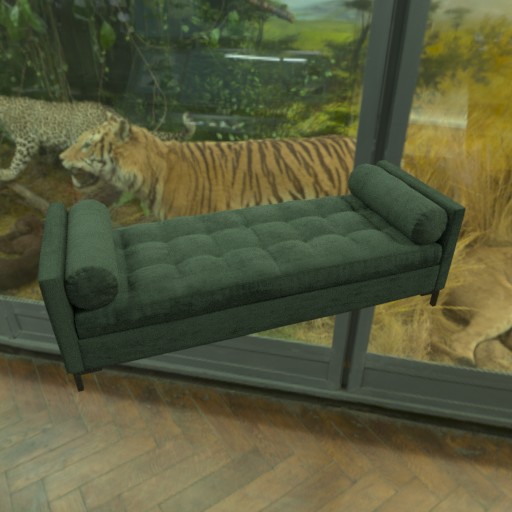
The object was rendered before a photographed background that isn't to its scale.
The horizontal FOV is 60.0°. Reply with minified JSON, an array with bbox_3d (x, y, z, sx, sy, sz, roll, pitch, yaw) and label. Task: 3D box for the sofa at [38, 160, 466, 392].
[{"bbox_3d":[0.000,0.000,2.521,2.130,0.681,0.817,-10,33,-16],"label":"sofa"}]
